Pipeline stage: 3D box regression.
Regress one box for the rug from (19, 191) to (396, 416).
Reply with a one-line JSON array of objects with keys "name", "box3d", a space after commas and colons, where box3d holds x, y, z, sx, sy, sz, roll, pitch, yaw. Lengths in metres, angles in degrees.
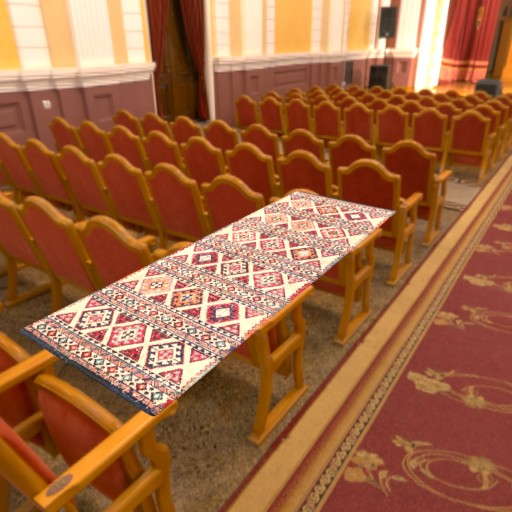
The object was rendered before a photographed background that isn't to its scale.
[{"name": "rug", "box3d": [0.000, 0.000, 2.542, 0.832, 0.008, 2.362, 17, 31, 31]}]
